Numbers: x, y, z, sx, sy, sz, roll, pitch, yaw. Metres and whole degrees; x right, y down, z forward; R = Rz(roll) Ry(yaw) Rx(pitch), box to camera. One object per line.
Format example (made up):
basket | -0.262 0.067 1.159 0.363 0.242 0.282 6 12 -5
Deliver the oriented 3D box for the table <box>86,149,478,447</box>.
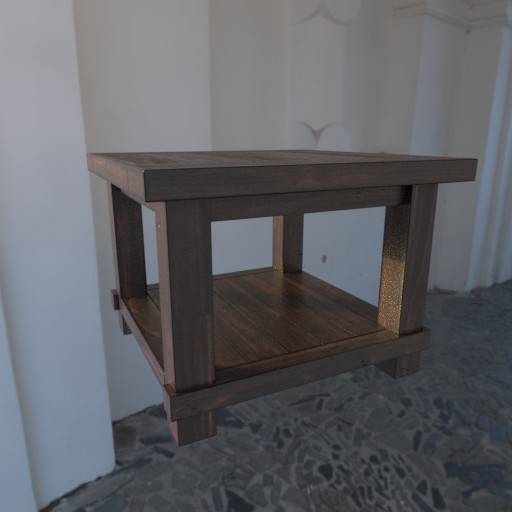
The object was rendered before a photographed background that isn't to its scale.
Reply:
table | 0.000 0.000 0.986 0.606 0.437 0.593 -8 17 -26
